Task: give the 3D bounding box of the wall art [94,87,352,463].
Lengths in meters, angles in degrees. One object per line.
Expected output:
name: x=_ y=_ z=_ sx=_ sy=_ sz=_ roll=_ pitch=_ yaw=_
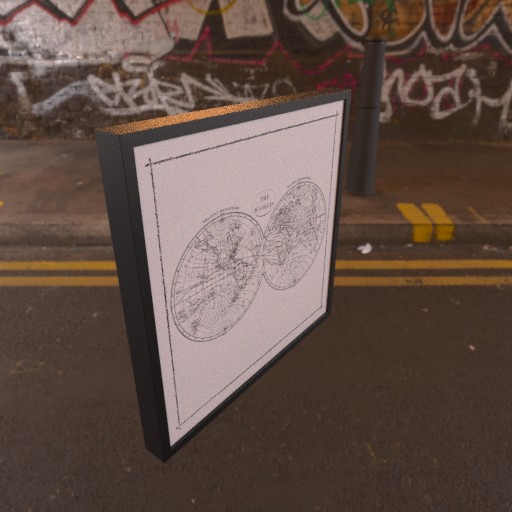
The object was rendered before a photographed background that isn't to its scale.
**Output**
wall art: x=0.000 y=0.000 z=0.486 sx=0.029 sy=0.318 sz=0.327 roll=20 pitch=33 yaw=34
